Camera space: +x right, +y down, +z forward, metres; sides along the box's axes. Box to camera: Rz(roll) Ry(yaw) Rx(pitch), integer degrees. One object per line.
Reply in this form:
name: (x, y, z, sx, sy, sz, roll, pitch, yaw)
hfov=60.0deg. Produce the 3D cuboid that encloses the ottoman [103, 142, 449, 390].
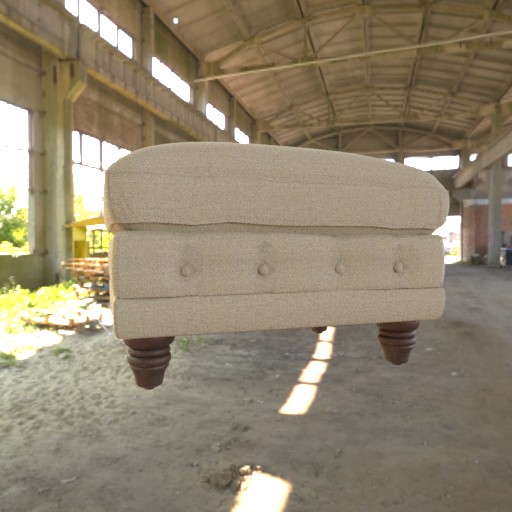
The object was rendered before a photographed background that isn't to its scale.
ottoman: (0.000, 0.000, 1.049, 0.684, 0.463, 0.541, 0, 1, -18)
